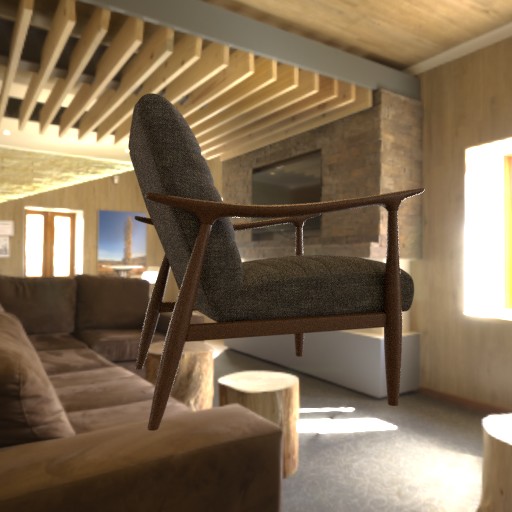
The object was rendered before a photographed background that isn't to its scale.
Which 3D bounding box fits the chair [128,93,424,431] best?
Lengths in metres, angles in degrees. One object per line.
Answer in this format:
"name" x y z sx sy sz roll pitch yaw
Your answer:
"chair" 0.000 0.000 1.460 0.798 0.832 0.741 0 0 -18
